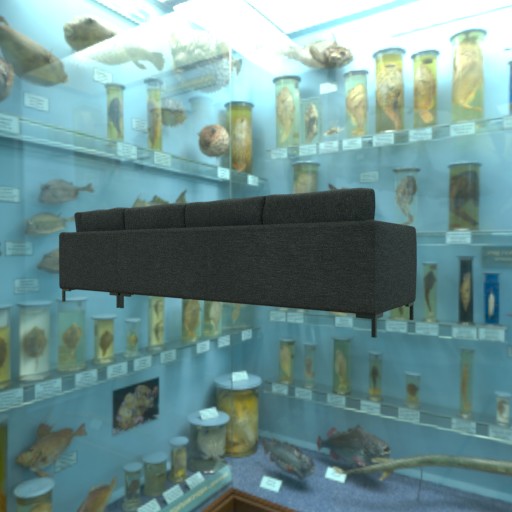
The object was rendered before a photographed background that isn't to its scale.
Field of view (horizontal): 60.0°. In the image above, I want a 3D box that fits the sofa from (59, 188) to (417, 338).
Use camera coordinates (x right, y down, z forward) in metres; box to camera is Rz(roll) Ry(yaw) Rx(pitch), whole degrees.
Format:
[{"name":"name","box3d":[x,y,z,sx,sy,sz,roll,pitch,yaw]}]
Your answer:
[{"name":"sofa","box3d":[0.000,0.000,3.939,2.949,0.815,2.007,1,1,35]}]
